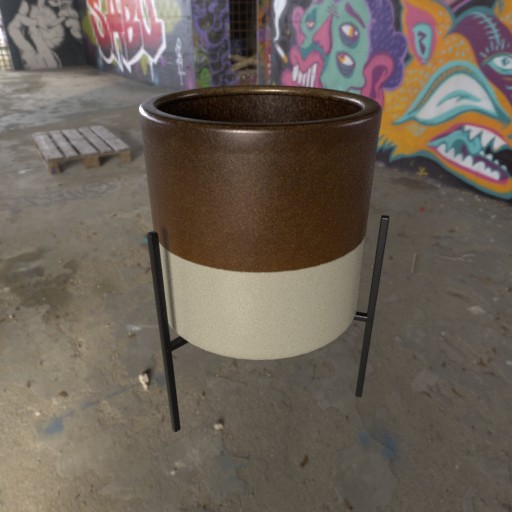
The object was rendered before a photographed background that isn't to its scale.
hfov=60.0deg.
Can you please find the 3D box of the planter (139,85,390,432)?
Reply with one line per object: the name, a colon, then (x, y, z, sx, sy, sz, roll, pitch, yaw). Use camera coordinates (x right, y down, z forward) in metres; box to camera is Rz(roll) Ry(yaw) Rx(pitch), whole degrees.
planter: (0.000, 0.000, 0.555, 0.255, 0.375, 0.269, -7, 29, -13)
